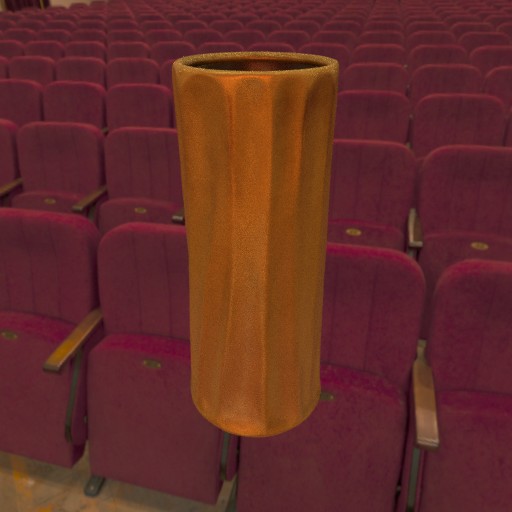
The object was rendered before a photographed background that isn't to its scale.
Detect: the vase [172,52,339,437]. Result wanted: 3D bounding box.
[{"bbox_3d":[0.000,0.000,0.175,0.061,0.143,0.061,0,30,0],"label":"vase"}]
